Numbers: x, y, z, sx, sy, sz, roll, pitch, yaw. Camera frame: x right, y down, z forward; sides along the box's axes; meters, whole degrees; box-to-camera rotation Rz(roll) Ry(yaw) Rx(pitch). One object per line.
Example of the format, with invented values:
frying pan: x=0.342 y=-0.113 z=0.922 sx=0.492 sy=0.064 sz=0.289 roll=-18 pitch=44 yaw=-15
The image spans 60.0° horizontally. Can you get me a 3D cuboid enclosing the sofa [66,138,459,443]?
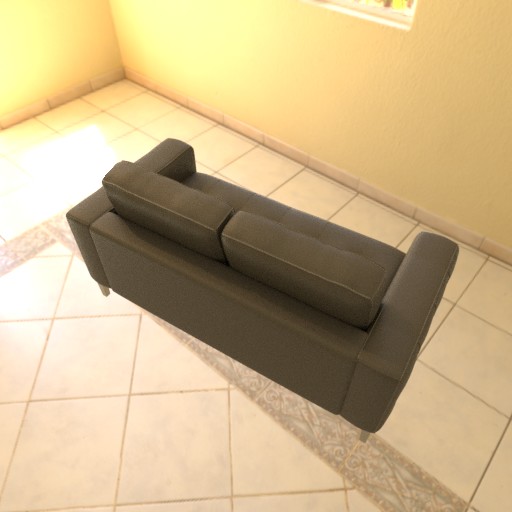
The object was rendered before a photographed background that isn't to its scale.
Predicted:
sofa: x=0.000 y=0.000 z=2.216 sx=1.726 sy=0.892 sz=0.833 roll=24 pitch=52 yaw=21
